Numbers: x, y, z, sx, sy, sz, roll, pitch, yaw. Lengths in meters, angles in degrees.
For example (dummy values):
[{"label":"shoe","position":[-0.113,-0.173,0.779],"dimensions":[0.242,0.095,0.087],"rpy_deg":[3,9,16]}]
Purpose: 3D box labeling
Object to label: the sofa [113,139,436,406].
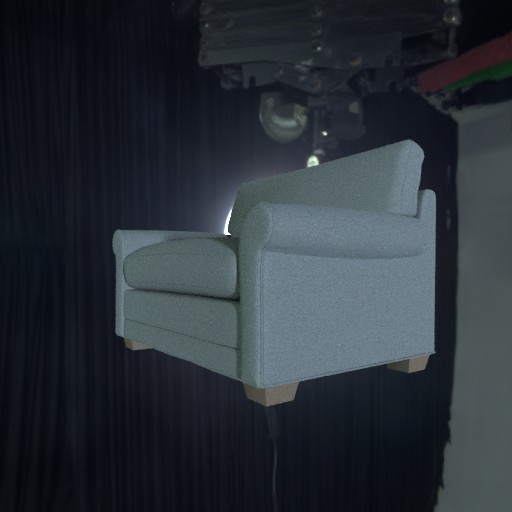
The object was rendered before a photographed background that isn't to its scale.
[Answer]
[{"label":"sofa","position":[0.000,0.000,2.095],"dimensions":[0.940,0.953,1.410],"rpy_deg":[1,-2,-36]}]
